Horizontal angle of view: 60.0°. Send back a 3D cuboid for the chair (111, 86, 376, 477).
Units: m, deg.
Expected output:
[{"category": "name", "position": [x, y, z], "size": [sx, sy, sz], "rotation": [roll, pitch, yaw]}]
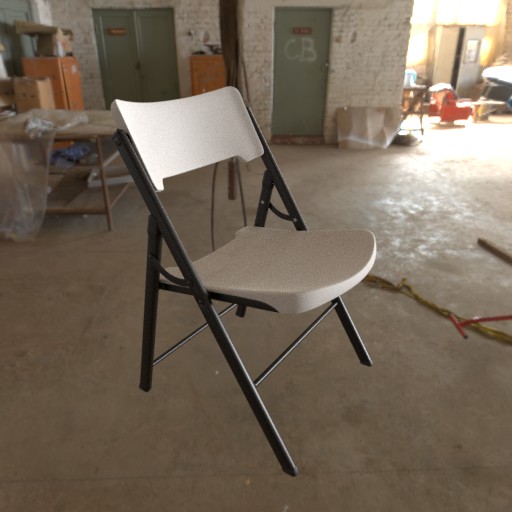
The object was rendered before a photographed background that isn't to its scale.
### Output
[{"category": "chair", "position": [0.000, 0.000, 1.131], "size": [0.577, 0.765, 0.482], "rotation": [16, 30, 31]}]
